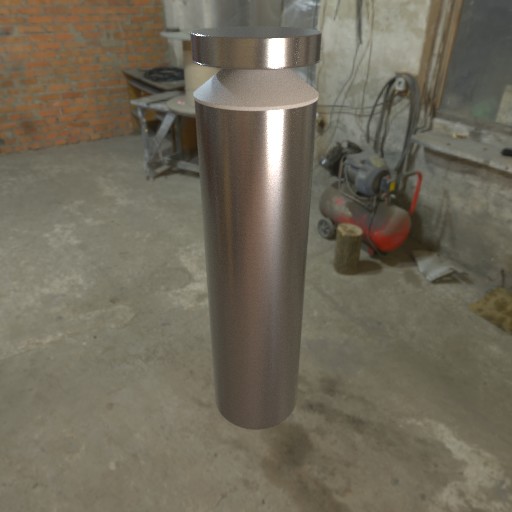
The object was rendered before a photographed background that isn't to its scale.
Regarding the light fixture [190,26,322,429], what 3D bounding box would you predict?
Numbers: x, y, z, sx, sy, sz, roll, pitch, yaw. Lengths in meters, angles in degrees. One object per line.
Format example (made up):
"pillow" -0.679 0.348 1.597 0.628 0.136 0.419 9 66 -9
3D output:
"light fixture" 0.000 0.000 0.442 0.102 0.400 0.102 10 33 16
